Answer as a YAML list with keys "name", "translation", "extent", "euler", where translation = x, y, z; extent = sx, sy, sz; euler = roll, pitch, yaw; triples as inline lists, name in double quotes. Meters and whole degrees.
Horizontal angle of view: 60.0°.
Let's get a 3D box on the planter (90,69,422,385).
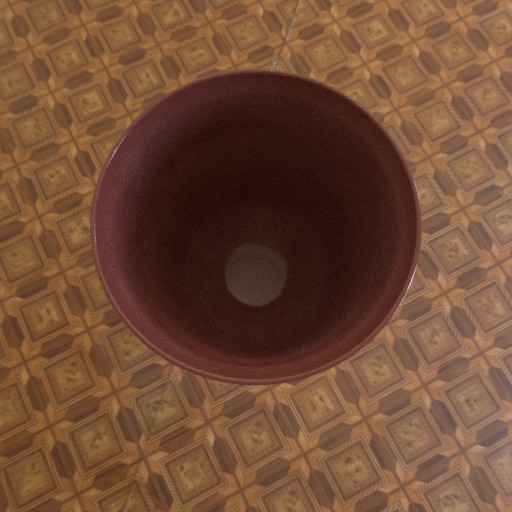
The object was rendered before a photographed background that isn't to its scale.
- name: "planter"
  translation: [0.000, 0.000, 0.363]
  extent: [0.195, 0.214, 0.195]
  euler: [0, 76, 0]
